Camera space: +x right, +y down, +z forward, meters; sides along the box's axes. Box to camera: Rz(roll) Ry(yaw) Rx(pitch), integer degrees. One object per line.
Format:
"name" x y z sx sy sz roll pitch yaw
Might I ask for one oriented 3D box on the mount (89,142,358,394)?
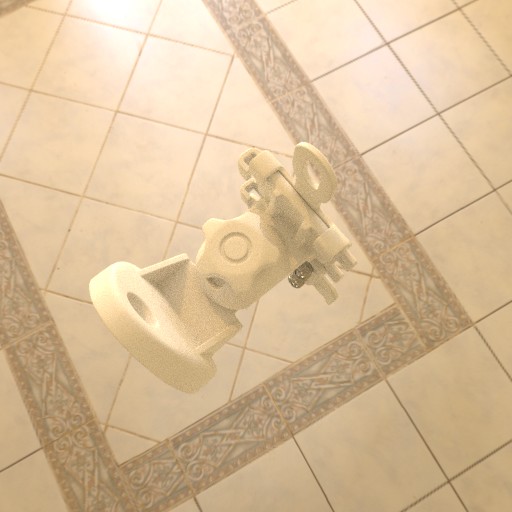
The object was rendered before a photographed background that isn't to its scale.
"mount" 0.000 0.000 0.174 0.100 0.118 0.066 -38 79 -8
